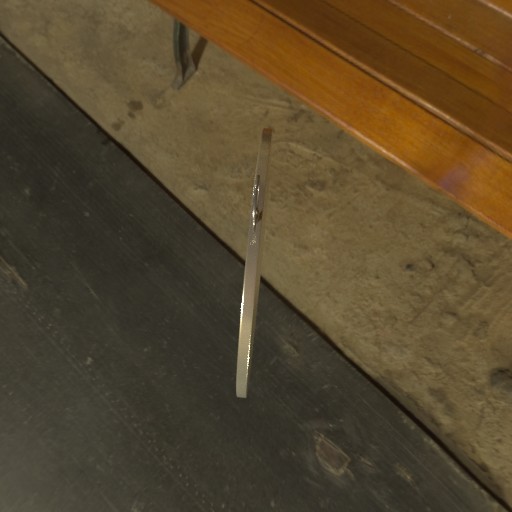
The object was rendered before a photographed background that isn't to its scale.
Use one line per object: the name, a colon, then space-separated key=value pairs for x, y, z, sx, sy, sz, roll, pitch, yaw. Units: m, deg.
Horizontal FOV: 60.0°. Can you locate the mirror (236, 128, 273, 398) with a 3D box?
mirror: x=0.000 y=0.000 z=0.961 sx=0.020 sy=0.713 sz=0.594 roll=6 pitch=76 yaw=1
